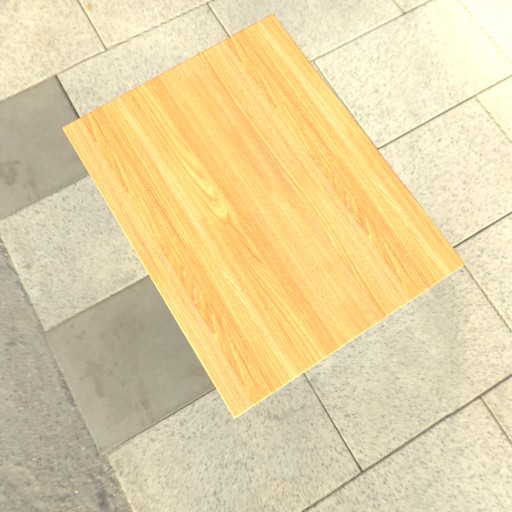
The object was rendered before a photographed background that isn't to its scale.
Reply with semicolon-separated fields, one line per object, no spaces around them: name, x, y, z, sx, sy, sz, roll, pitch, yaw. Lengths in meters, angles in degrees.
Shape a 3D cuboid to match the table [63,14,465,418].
table;0.000;0.000;0.724;0.270;0.550;0.350;-32;78;-7
